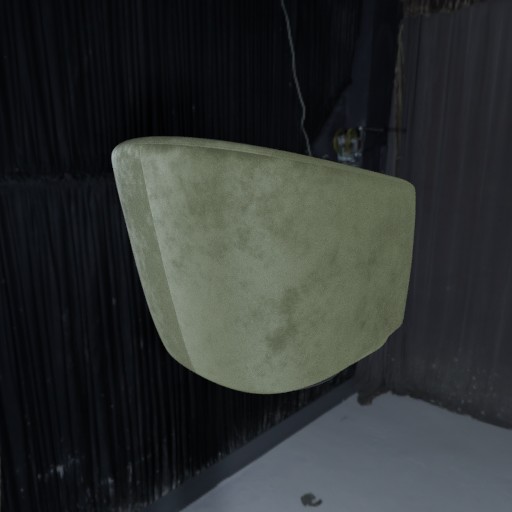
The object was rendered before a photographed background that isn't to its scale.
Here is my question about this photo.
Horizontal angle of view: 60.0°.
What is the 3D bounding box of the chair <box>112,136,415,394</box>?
[{"bbox_3d":[0.000,0.000,1.365,0.773,0.698,0.767,13,19,43],"label":"chair"}]
